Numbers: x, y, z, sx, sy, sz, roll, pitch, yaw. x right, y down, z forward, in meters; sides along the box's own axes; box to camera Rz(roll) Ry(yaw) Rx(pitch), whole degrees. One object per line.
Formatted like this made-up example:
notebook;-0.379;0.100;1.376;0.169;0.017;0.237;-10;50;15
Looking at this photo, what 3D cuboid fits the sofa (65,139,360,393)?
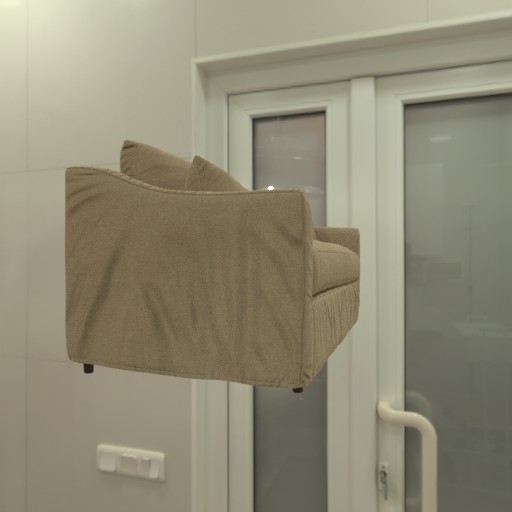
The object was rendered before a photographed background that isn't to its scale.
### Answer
sofa;0.000;0.000;2.636;1.072;1.018;2.010;0;0;19
